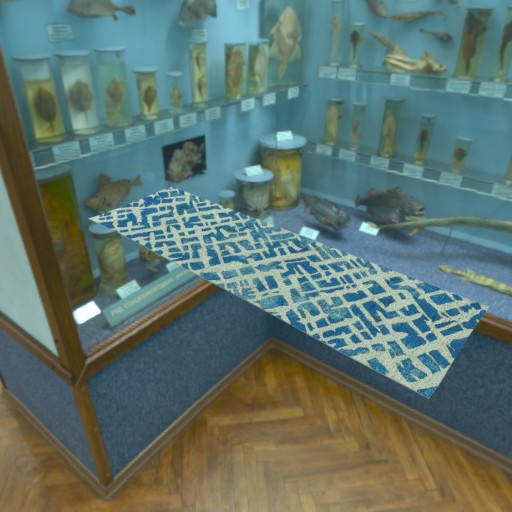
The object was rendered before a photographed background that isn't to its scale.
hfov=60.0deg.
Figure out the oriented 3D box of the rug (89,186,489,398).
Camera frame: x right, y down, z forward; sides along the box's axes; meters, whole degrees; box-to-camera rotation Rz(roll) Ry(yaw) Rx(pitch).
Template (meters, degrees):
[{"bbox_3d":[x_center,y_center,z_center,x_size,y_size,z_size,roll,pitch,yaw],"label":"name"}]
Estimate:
[{"bbox_3d":[0.000,0.000,2.671,2.446,0.011,0.768,24,38,34],"label":"rug"}]
